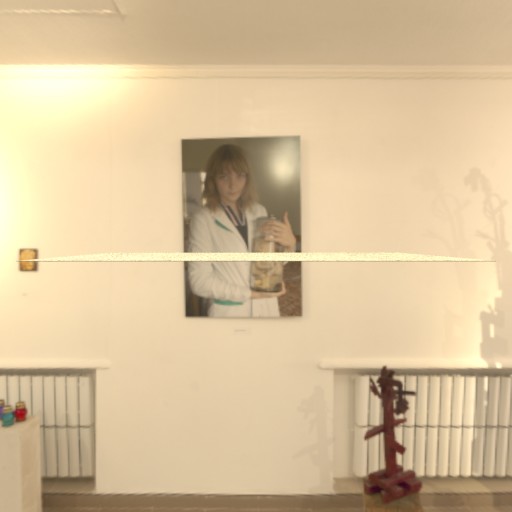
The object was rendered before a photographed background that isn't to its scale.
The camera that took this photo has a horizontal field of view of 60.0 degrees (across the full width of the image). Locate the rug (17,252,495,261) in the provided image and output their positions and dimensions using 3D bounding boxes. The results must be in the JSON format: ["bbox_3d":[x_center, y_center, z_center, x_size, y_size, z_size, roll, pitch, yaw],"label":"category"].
[{"bbox_3d":[0.000,0.000,3.010,2.439,0.005,1.524,0,2,0],"label":"rug"}]
